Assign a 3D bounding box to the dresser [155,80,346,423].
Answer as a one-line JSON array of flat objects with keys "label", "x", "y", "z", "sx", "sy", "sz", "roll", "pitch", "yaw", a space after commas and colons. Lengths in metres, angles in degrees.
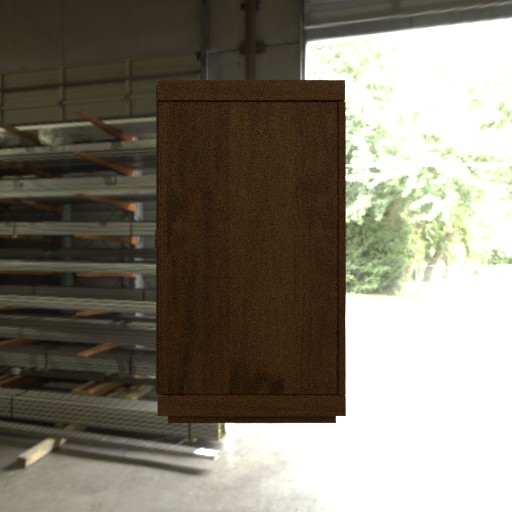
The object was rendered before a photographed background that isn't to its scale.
[{"label": "dresser", "x": 0.000, "y": 0.000, "z": 1.671, "sx": 0.479, "sy": 0.825, "sz": 1.261, "roll": 0, "pitch": 0, "yaw": 0}]
